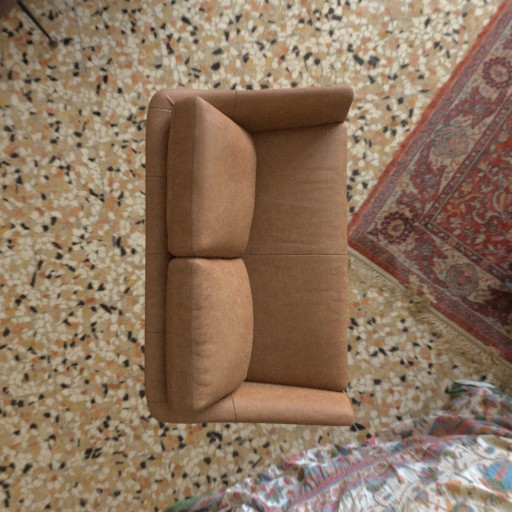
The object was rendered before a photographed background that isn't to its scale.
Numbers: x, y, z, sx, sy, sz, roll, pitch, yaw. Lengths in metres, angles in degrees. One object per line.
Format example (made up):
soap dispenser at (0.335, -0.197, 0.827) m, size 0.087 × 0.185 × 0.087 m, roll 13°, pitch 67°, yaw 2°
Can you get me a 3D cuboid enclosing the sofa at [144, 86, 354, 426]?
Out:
sofa at (0.000, 0.000, 2.234) m, size 0.960 × 0.902 × 1.619 m, roll 0°, pitch 89°, yaw -1°
